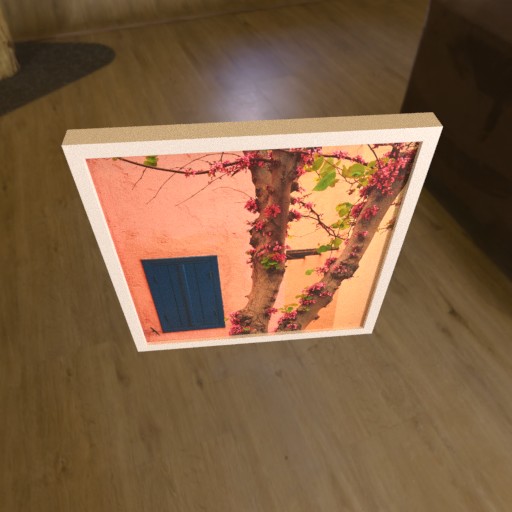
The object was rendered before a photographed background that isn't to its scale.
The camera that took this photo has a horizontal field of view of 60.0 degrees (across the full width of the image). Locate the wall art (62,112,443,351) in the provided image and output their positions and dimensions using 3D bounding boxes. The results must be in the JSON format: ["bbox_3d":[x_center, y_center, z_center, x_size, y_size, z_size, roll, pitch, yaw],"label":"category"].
[{"bbox_3d":[0.000,0.000,0.786,0.507,0.508,0.038,-4,47,-4],"label":"wall art"}]
